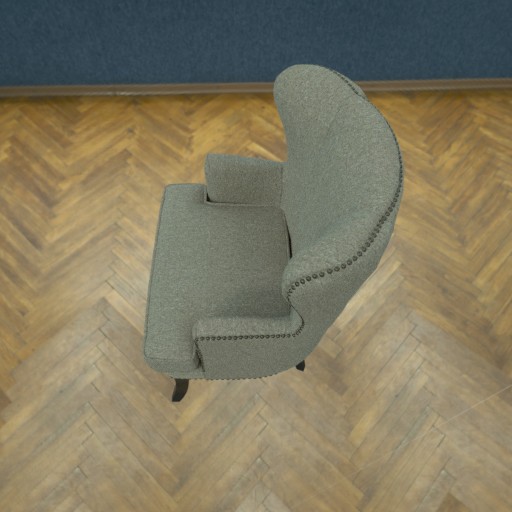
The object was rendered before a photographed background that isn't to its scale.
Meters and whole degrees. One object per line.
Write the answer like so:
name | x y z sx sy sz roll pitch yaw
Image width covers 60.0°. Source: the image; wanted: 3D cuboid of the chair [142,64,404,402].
chair | 0.000 0.000 1.579 0.758 1.060 0.759 0 58 0
